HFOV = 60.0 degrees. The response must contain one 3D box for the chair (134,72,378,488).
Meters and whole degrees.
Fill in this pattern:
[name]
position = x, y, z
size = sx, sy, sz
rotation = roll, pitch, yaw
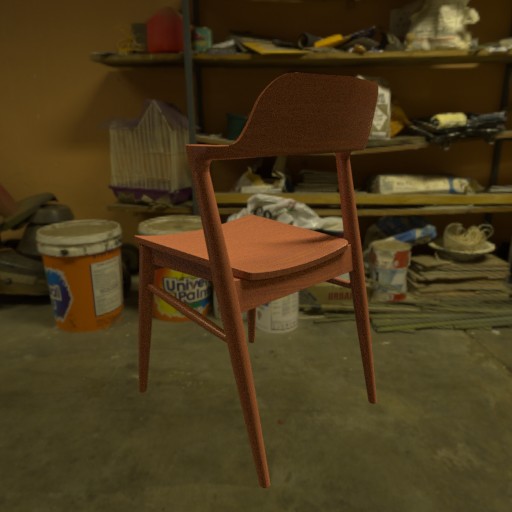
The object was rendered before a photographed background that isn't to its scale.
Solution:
[chair]
position = 0.000, 0.000, 1.107
size = 0.496, 0.801, 0.499
rotation = -15, 22, -42
